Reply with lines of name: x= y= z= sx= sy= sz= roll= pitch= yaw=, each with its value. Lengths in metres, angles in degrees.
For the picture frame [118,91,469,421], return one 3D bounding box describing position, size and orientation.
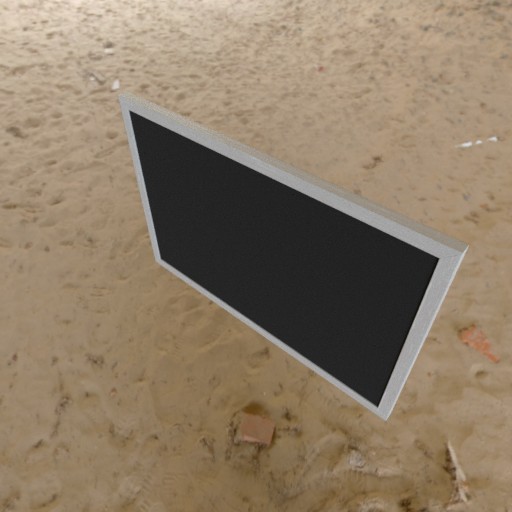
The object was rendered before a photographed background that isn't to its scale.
picture frame: x=0.000 y=0.000 z=1.210 sx=0.950 sy=0.640 sz=0.029 roll=31 pitch=52 yaw=27
